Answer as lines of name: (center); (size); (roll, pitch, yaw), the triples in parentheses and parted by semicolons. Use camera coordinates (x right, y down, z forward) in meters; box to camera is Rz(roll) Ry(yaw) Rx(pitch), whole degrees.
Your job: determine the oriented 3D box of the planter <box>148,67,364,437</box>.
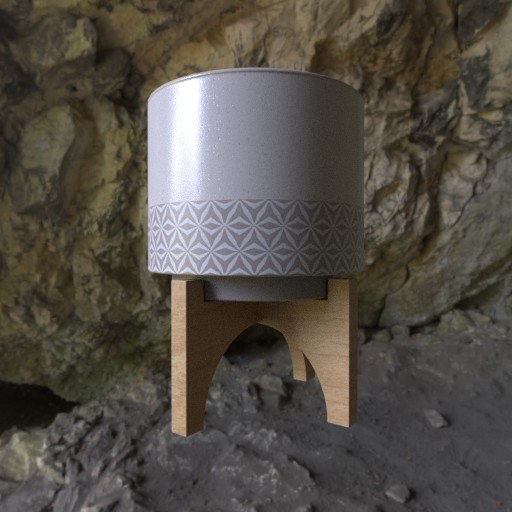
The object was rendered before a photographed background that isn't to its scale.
planter: (0.000, 0.000, 0.398); (0.188, 0.260, 0.188); (0, 1, 0)
